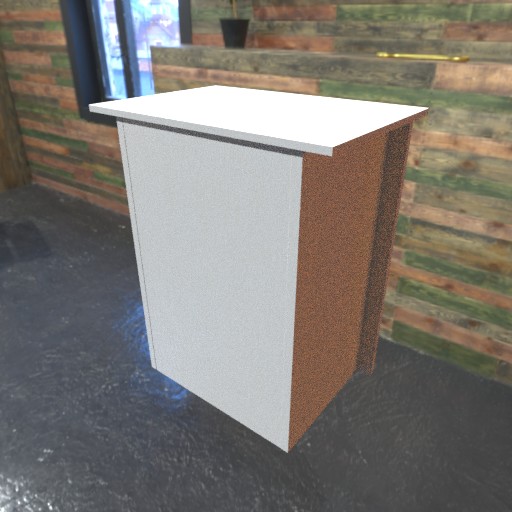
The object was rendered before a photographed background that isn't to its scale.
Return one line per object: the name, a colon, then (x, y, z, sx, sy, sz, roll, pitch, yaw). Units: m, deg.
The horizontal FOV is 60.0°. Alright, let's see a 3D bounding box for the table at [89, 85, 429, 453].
table: (0.000, 0.000, 1.096, 0.589, 0.711, 0.406, 20, 34, 33)
